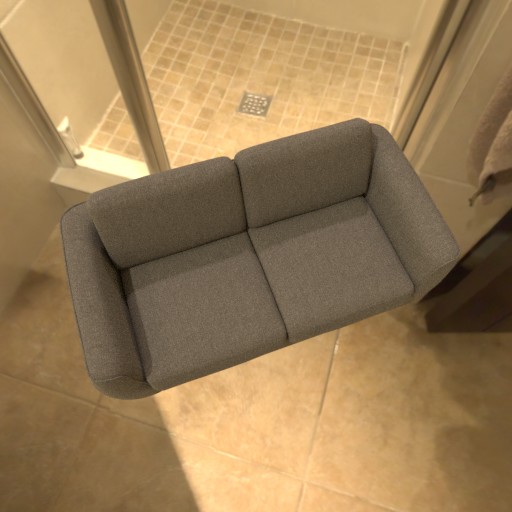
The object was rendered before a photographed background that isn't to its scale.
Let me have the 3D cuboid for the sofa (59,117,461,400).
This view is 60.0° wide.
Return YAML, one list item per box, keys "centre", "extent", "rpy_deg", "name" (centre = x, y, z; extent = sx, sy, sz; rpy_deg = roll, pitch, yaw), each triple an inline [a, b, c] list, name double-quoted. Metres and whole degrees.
- centre: [0.000, 0.000, 2.184]
  extent: [1.700, 0.870, 0.920]
  rpy_deg: [-18, 65, -9]
  name: "sofa"
